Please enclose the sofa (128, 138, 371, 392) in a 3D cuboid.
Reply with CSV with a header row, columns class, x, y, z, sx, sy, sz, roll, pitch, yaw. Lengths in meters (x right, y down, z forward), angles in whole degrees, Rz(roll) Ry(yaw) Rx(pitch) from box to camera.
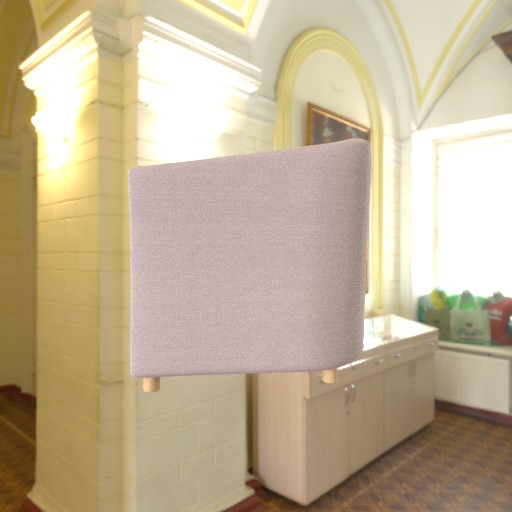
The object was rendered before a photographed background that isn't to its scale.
class,x,y,z,sx,sy,sz,roll,pitch,yaw
sofa,0.000,0.000,1.852,0.705,0.721,1.452,0,0,-1
